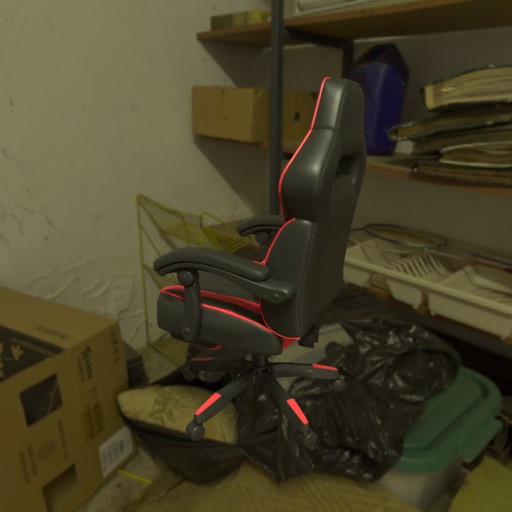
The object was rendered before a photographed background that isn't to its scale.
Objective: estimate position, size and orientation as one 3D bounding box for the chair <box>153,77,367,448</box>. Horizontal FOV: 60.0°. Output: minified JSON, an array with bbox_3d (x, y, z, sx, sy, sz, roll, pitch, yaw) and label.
[{"bbox_3d":[0.000,0.000,1.668,0.700,1.220,0.700,8,18,24],"label":"chair"}]
